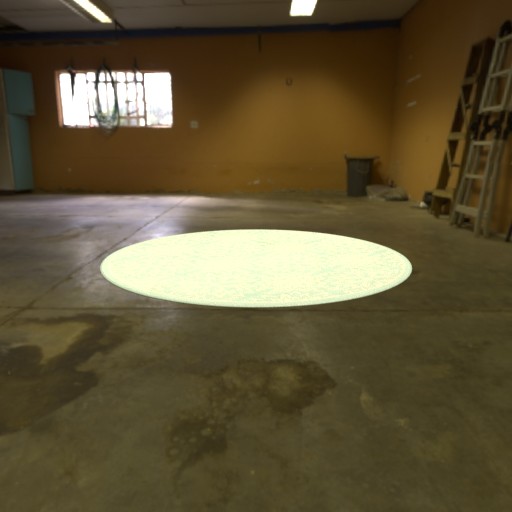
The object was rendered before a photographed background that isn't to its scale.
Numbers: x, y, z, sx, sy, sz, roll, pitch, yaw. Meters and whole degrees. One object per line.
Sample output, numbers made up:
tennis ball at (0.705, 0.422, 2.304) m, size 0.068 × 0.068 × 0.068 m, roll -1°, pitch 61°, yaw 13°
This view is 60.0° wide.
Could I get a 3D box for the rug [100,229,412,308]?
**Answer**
rug at (0.000, 0.000, 2.392) m, size 1.593 × 0.012 × 1.593 m, roll 0°, pitch 13°, yaw 0°
